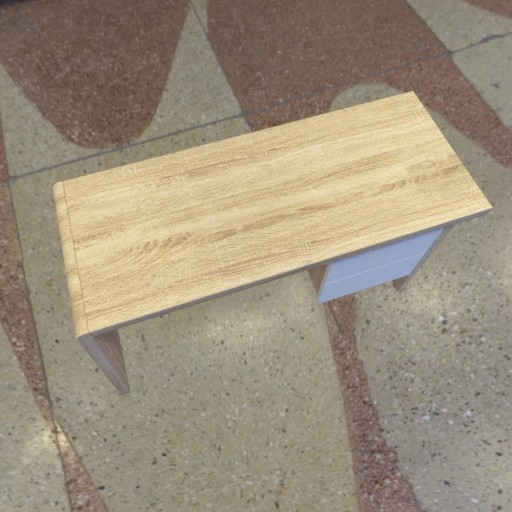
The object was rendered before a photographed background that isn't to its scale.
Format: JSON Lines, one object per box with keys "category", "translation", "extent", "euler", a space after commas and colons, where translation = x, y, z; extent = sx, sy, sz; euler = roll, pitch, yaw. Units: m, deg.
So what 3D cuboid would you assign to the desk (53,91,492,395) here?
{"category": "desk", "translation": [0.000, 0.000, 1.649], "extent": [1.300, 0.750, 0.500], "euler": [-17, 65, -8]}
